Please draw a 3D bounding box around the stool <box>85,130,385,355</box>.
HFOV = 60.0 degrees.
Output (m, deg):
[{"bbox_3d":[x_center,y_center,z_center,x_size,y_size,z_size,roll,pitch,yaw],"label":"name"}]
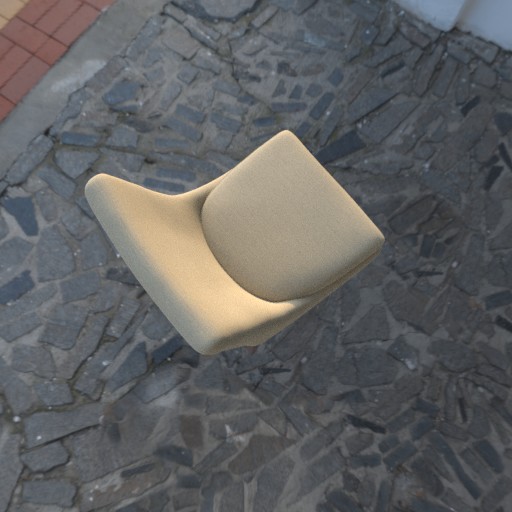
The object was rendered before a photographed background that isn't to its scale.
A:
[{"bbox_3d":[0.000,0.000,1.368,0.577,1.078,0.470,-37,78,-9],"label":"stool"}]
